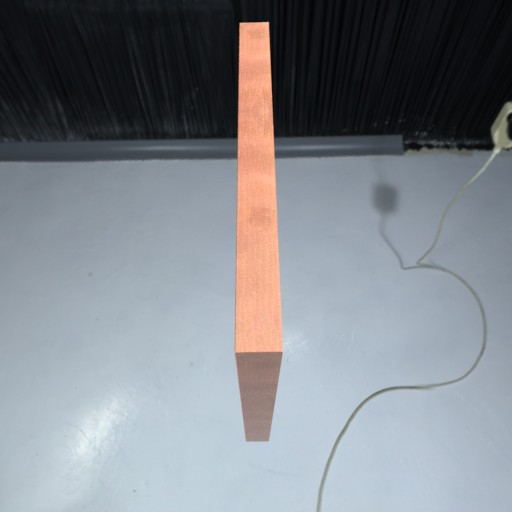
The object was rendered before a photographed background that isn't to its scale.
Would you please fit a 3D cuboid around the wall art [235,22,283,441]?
[{"bbox_3d":[0.000,0.000,0.593,0.035,0.403,0.403,-1,59,0],"label":"wall art"}]
